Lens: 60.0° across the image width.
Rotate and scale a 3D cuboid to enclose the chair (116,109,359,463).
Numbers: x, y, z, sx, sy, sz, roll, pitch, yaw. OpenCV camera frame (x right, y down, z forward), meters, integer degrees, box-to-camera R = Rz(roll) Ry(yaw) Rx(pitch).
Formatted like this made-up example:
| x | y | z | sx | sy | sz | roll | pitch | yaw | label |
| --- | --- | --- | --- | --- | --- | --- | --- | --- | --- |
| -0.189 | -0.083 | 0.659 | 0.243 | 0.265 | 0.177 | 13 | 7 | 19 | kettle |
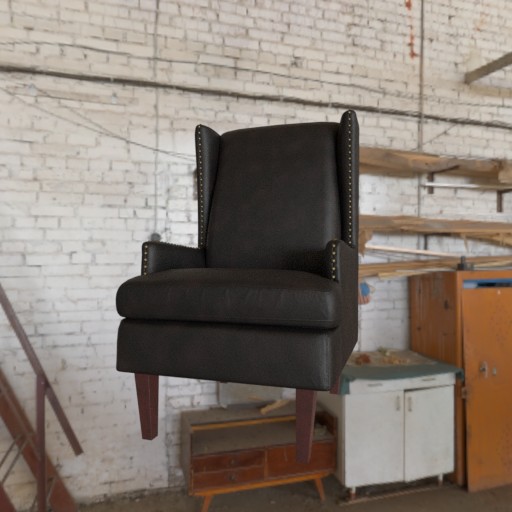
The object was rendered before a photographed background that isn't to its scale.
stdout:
| x | y | z | sx | sy | sz | roll | pitch | yaw | label |
| --- | --- | --- | --- | --- | --- | --- | --- | --- | --- |
| 0.000 | 0.000 | 1.635 | 0.703 | 1.142 | 0.799 | 0 | 0 | 18 | chair |
